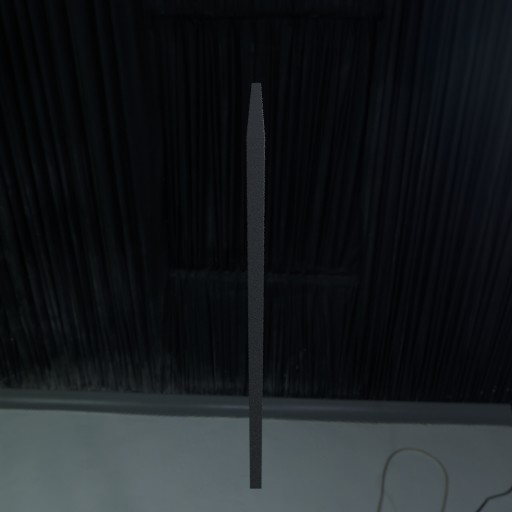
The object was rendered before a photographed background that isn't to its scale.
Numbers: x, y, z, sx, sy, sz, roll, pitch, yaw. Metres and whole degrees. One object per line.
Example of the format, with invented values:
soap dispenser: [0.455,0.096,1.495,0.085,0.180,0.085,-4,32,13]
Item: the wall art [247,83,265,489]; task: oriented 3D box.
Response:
wall art: [0.000,0.000,0.536,0.012,0.357,0.358,0,27,0]
